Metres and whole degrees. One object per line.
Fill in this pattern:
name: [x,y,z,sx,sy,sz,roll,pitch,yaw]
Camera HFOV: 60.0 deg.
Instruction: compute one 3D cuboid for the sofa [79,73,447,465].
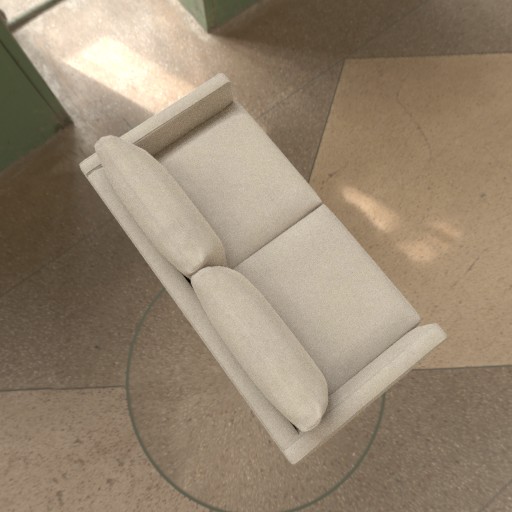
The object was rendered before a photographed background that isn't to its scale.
sofa: [0.000,0.000,2.189,0.875,0.840,1.682,-36,78,-9]
